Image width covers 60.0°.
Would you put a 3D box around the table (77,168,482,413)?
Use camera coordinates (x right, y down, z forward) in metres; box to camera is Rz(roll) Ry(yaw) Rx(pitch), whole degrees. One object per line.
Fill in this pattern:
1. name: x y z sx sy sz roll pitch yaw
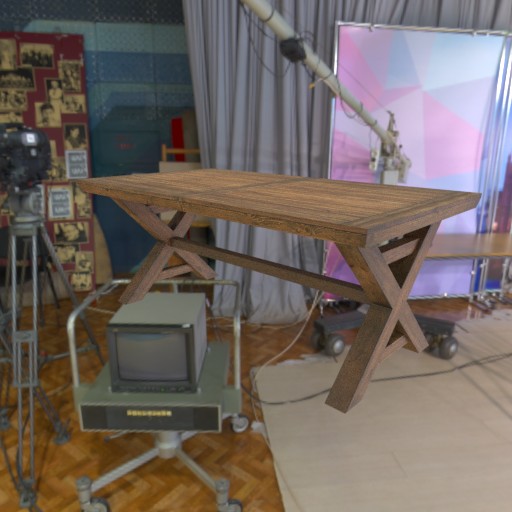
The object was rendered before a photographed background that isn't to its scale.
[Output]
1. table: 0.000 0.000 2.508 1.966 0.793 1.071 15 22 41
